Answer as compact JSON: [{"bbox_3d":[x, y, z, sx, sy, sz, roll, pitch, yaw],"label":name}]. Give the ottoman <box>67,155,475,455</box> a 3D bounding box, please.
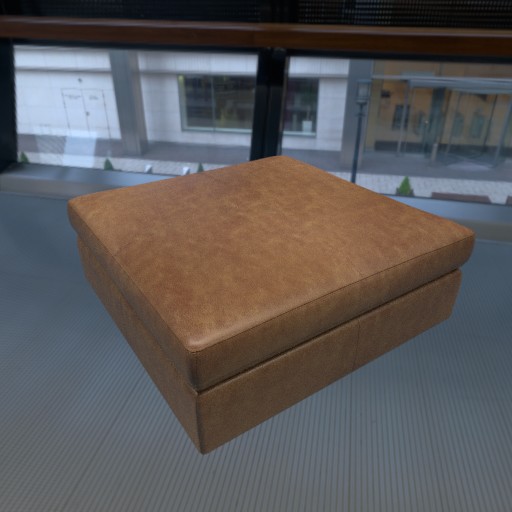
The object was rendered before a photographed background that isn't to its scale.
[{"bbox_3d":[0.000,0.000,1.823,1.169,0.483,1.168,-18,34,-29],"label":"ottoman"}]
